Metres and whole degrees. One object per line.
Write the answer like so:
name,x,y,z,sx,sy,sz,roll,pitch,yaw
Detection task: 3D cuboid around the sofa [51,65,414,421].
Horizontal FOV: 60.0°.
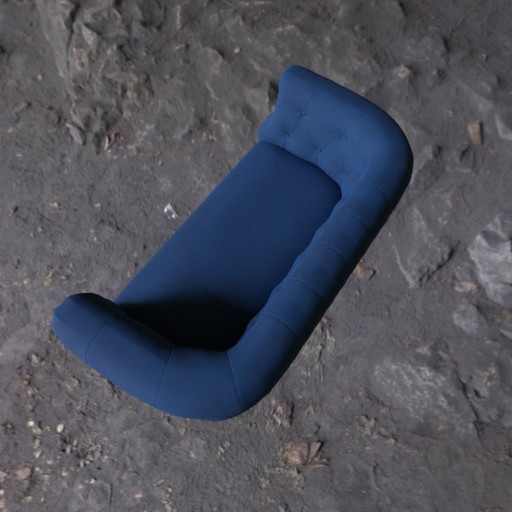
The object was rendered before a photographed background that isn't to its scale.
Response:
sofa,0.000,0.000,1.991,0.835,0.827,1.558,32,67,15
